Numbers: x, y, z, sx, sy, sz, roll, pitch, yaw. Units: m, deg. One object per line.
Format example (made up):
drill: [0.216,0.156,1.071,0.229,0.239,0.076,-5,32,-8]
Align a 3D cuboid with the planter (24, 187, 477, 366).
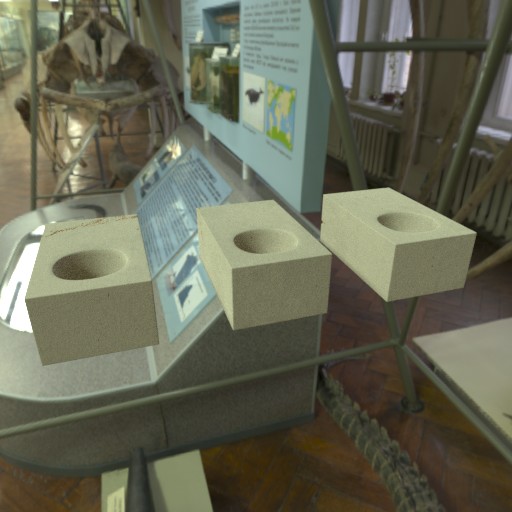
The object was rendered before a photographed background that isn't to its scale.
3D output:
planter: [0.000,0.000,0.377,0.333,0.051,0.127,-8,27,-16]
